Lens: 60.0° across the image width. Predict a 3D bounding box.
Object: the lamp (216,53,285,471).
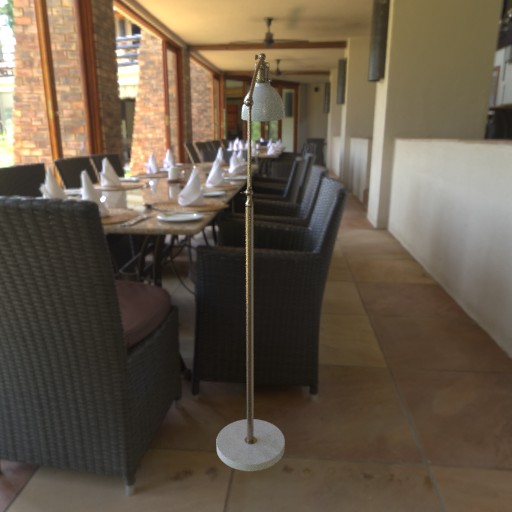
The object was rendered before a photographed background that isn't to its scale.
[{"bbox_3d":[0.000,0.000,1.816,0.288,1.586,0.599,2,15,8],"label":"lamp"}]
